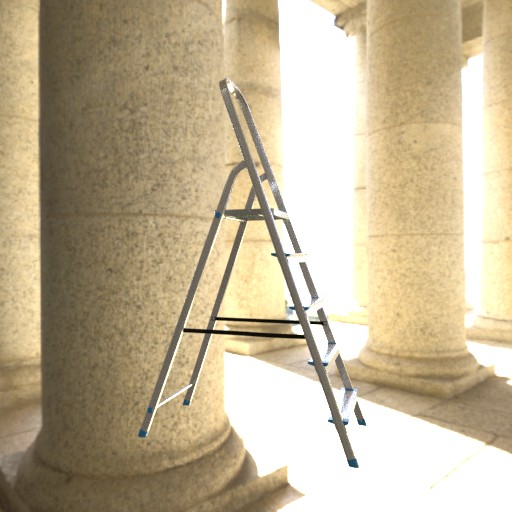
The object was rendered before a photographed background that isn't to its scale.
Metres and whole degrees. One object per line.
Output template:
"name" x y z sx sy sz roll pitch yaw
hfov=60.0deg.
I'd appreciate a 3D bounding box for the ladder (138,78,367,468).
"ladder" 0.000 0.000 2.089 0.990 1.648 0.468 0 0 18
